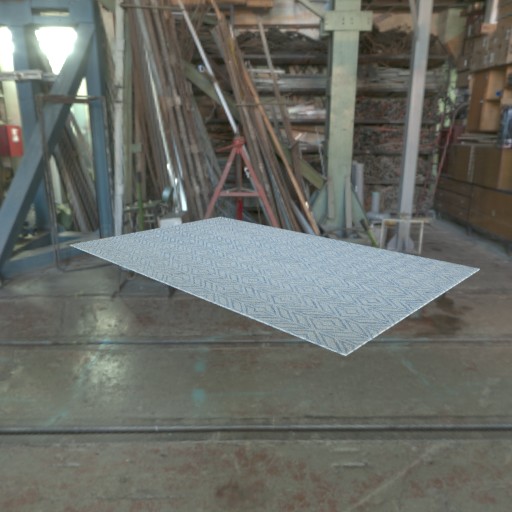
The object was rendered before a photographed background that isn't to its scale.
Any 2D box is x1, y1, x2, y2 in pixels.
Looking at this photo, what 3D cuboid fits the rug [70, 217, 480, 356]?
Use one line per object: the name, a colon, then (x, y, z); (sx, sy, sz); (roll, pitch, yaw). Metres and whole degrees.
rug: (0.000, 0.000, 3.071); (2.441, 0.008, 1.526); (15, 22, 42)
